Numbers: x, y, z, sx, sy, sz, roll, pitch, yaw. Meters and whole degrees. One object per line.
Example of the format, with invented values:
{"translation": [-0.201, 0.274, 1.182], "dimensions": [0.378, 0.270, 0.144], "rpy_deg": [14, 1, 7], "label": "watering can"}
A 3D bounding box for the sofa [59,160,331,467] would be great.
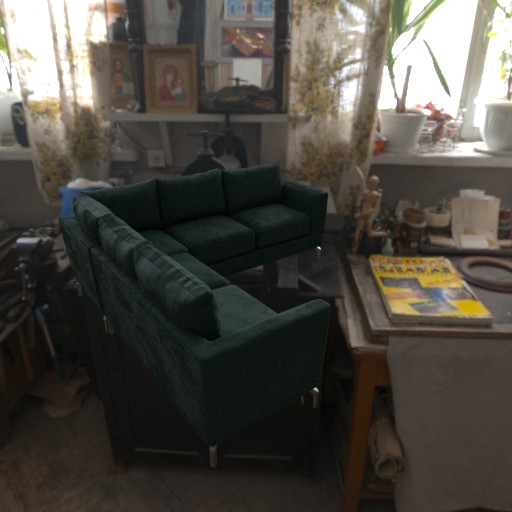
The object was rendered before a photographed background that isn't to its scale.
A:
{"translation": [0.000, 0.000, 3.698], "dimensions": [2.452, 1.004, 2.468], "rpy_deg": [-17, 29, -33], "label": "sofa"}
